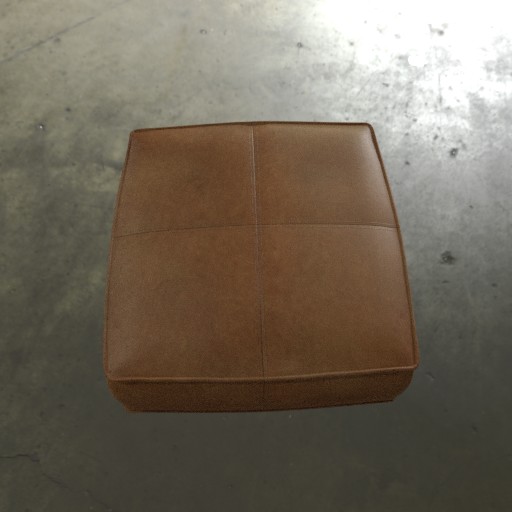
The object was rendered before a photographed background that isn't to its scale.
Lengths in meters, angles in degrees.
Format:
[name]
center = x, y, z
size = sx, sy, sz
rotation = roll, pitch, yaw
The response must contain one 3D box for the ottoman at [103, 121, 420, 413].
[ottoman]
center = 0.000, 0.000, 1.404
size = 0.901, 0.395, 0.902
rotation = -2, 64, -1
